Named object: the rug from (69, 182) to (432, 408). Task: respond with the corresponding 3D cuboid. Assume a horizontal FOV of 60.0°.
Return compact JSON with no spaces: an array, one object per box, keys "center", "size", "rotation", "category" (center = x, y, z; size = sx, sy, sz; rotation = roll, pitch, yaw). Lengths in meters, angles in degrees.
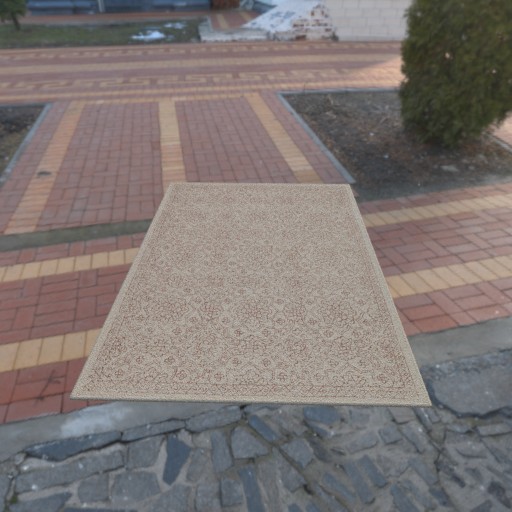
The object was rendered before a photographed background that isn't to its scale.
[{"center":[0.000,0.000,2.251],"size":[1.219,0.010,1.829],"rotation":[1,33,1],"category":"rug"}]
